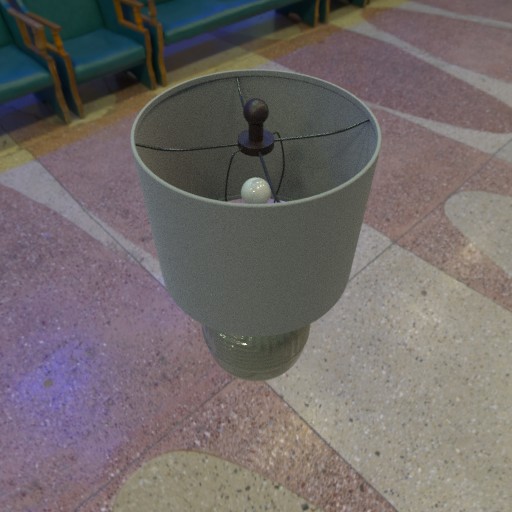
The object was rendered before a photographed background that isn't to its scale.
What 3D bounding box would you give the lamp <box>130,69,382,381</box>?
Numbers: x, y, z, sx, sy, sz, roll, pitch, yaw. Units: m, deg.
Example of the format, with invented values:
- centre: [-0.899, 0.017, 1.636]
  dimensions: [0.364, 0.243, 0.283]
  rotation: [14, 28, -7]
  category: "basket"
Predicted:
- centre: [0.000, 0.000, 0.753]
  dimensions: [0.318, 0.567, 0.318]
  rotation: [0, 48, 0]
  category: "lamp"
